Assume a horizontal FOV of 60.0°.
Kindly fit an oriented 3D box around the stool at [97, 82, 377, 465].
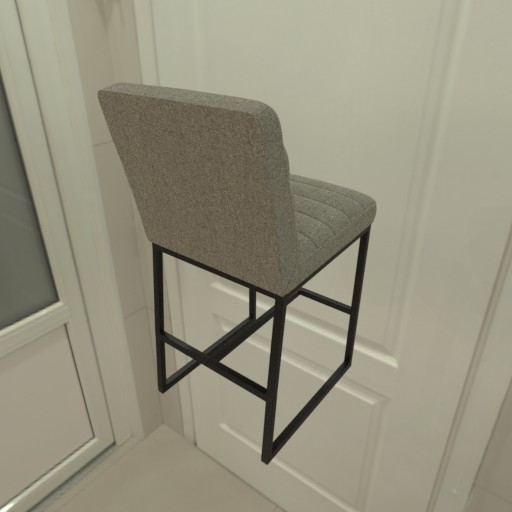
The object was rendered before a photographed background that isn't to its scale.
[{"bbox_3d":[0.000,0.000,1.247,0.460,0.940,0.560,20,35,33],"label":"stool"}]
